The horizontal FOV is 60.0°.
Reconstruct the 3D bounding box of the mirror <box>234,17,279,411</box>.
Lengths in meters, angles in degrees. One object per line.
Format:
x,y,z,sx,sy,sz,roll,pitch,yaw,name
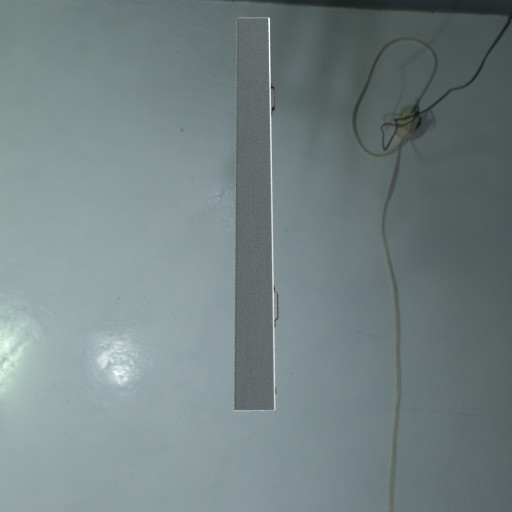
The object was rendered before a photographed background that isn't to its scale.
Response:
0.000,0.000,0.678,0.041,0.509,0.406,0,76,0,mirror
